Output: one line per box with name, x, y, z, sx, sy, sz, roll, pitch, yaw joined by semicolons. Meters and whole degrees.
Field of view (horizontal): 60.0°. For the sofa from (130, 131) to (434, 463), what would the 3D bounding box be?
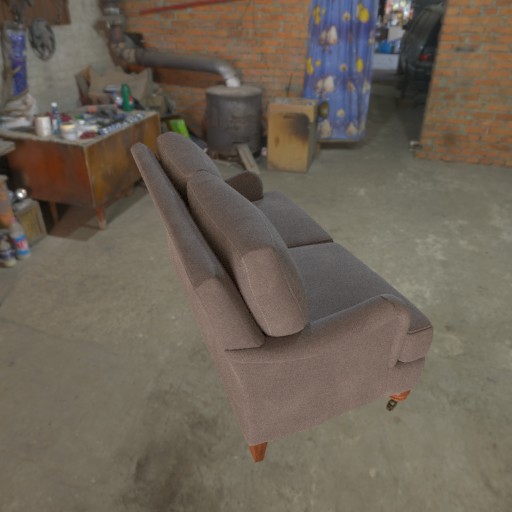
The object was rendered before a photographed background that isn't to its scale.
sofa;0.000;0.000;2.534;1.084;1.101;1.853;-10;31;-18
